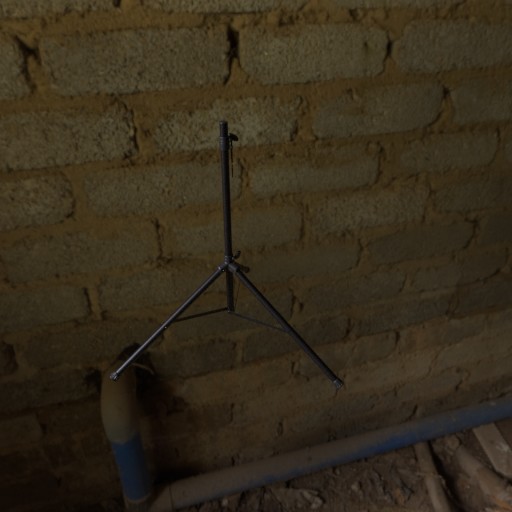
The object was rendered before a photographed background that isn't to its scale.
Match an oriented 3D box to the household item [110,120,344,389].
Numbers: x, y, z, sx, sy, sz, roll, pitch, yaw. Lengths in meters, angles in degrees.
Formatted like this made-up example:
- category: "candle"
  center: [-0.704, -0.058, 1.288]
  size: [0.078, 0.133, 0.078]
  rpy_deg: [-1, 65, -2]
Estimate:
- category: "household item"
  center: [0.000, 0.000, 2.775]
  size: [1.339, 1.595, 1.596]
  rpy_deg: [20, 37, 29]
